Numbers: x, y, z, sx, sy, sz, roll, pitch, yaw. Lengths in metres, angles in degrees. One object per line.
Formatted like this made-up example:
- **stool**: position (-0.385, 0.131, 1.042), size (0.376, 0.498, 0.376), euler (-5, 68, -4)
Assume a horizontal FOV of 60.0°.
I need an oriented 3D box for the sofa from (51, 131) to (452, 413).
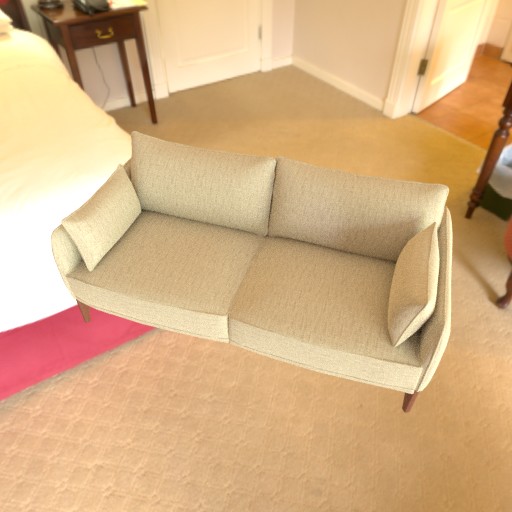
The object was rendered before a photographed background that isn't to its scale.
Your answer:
- **sofa**: position (0.000, 0.000, 2.451), size (1.989, 0.860, 0.991), euler (12, 44, 13)
